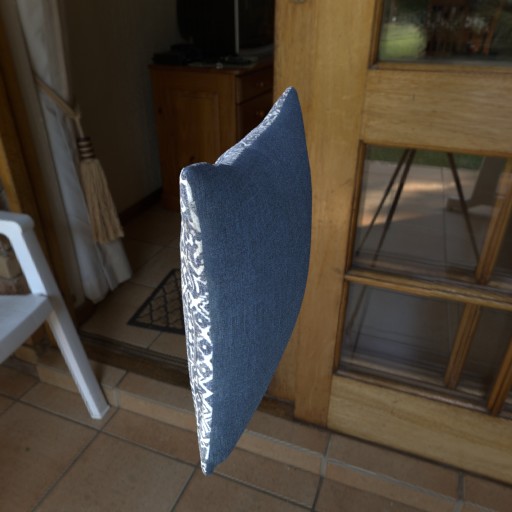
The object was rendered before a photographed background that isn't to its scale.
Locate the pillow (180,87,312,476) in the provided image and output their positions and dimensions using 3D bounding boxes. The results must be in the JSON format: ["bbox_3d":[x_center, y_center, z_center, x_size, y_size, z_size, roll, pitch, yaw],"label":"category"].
[{"bbox_3d":[0.000,0.000,0.778,0.180,0.487,0.546,8,31,13],"label":"pillow"}]
